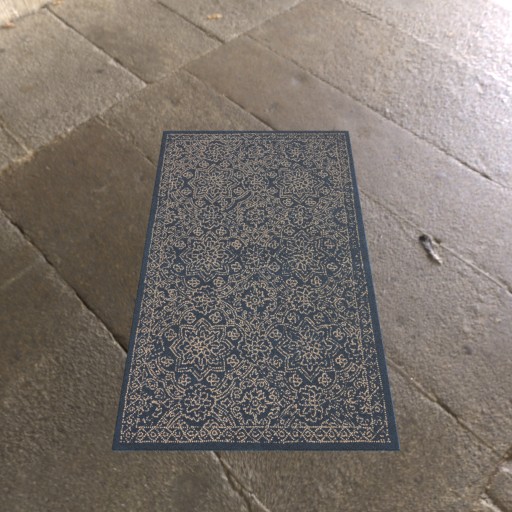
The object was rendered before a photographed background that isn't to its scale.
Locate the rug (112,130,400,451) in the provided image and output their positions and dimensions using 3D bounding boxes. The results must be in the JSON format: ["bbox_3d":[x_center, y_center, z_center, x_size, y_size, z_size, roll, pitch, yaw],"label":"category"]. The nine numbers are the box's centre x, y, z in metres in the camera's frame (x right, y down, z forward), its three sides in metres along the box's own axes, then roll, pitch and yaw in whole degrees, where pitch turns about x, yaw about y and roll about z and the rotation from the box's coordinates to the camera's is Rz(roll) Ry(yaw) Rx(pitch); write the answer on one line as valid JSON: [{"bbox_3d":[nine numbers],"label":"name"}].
[{"bbox_3d":[0.000,0.000,2.995,1.526,0.015,2.441,0,58,0],"label":"rug"}]
